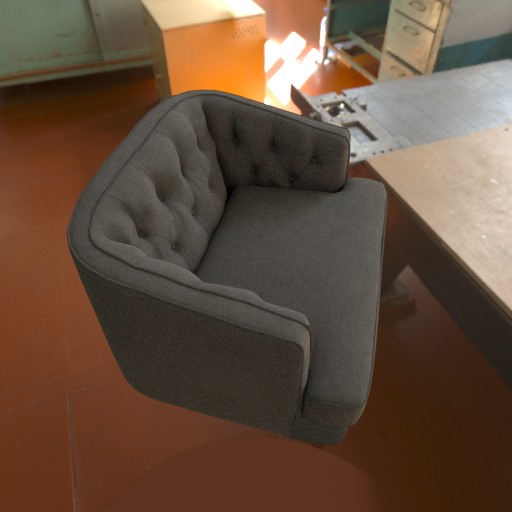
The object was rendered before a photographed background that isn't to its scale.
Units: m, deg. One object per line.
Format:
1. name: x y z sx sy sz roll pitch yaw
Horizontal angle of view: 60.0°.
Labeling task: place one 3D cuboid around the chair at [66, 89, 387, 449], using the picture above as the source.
1. chair: 0.000 0.000 1.689 0.941 0.852 1.104 11 47 10
